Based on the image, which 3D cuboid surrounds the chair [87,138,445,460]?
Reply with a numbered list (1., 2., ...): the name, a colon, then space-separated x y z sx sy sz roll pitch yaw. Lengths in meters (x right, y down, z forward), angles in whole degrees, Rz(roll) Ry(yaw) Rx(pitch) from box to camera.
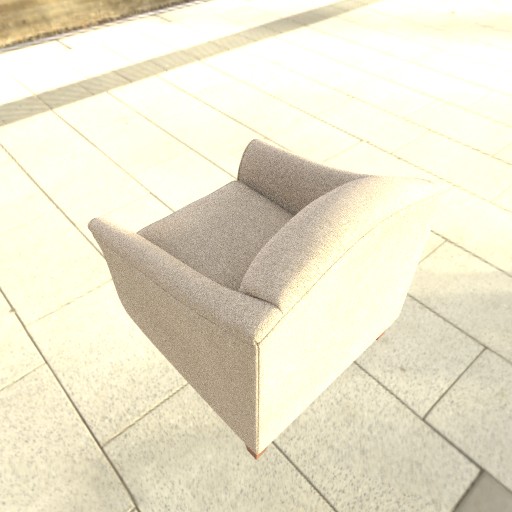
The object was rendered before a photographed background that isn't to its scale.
1. chair: 0.000 0.000 1.472 0.763 0.839 0.787 -34 54 -29
